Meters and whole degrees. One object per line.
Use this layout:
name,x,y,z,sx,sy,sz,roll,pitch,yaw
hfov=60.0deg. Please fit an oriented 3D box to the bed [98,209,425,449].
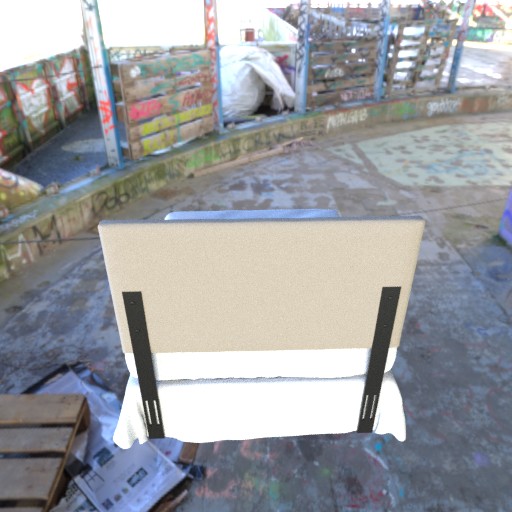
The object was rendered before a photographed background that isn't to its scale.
bed,0.000,0.000,3.447,1.936,1.577,2.222,-1,30,-2
